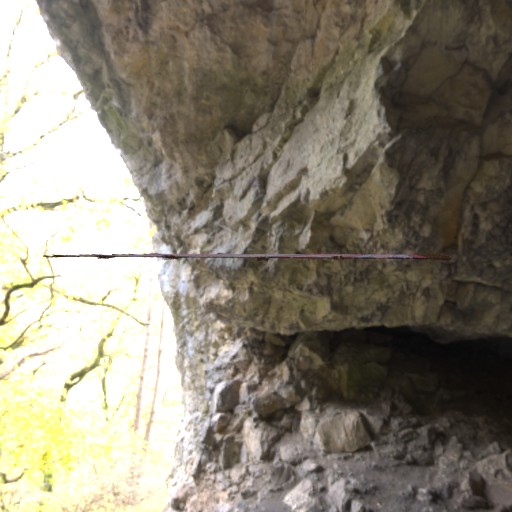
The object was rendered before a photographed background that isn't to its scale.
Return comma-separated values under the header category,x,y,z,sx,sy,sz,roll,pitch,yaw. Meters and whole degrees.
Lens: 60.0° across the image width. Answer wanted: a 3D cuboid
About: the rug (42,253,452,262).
category,x,y,z,sx,sy,sz,roll,pitch,yaw
rug,0.000,0.000,2.624,2.025,0.040,1.469,0,1,18
